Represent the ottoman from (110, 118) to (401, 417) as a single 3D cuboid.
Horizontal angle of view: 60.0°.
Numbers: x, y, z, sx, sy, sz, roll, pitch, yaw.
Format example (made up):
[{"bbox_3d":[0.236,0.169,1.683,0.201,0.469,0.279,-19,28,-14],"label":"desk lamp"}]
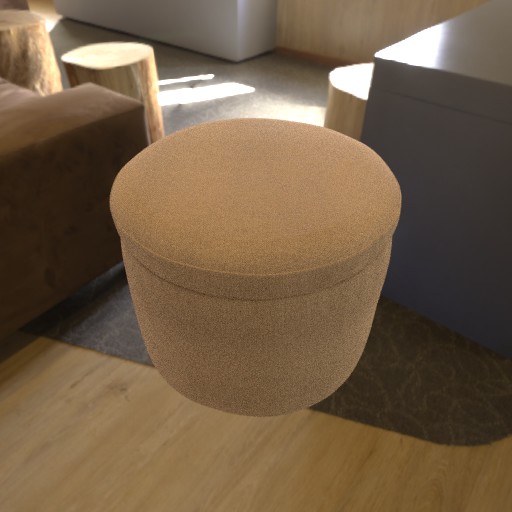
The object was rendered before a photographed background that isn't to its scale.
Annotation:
[{"bbox_3d":[0.000,0.000,0.879,0.497,0.409,0.497,0,40,0],"label":"ottoman"}]
